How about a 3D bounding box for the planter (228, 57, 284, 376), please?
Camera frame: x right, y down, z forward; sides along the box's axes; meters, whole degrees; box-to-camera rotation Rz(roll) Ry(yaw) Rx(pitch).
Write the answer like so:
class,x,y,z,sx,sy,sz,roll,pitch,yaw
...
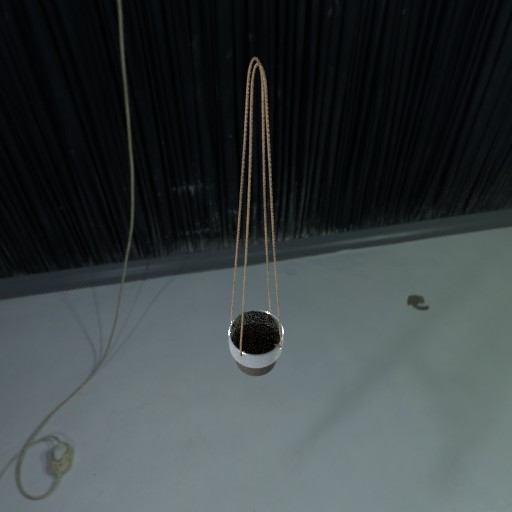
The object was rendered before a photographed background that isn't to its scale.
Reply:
class,x,y,z,sx,sy,sz,roll,pitch,yaw
planter,0.000,0.000,1.216,0.187,1.073,0.187,-10,48,-10
